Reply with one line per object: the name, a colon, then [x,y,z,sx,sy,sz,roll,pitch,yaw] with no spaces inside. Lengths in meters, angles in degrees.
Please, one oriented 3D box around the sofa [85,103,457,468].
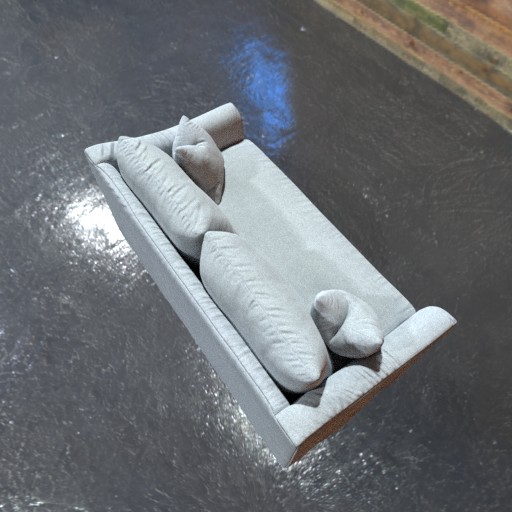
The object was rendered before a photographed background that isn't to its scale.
sofa: [0.000,0.000,2.616,1.072,1.018,2.010,-32,64,-18]
